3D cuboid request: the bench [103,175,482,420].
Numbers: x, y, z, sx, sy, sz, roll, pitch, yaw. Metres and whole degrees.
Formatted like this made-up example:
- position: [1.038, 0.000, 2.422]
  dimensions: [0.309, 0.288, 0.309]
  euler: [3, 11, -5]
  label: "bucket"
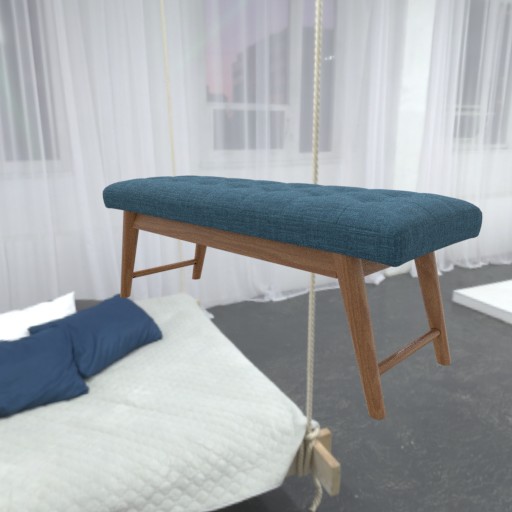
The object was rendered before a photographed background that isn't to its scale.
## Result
- position: [0.000, 0.000, 1.327]
  dimensions: [0.406, 0.432, 1.118]
  euler: [-13, 19, -43]
  label: "bench"
